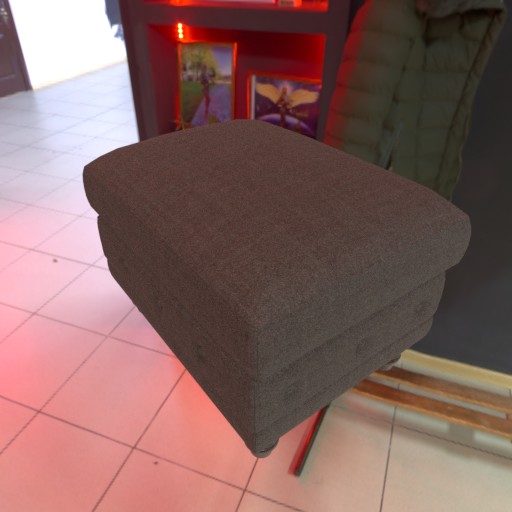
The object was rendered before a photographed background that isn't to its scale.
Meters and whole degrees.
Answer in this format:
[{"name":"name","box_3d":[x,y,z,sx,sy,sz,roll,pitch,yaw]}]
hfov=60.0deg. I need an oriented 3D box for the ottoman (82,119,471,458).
[{"name":"ottoman","box_3d":[0.000,0.000,1.172,0.599,0.555,0.809,-23,41,-30]}]
